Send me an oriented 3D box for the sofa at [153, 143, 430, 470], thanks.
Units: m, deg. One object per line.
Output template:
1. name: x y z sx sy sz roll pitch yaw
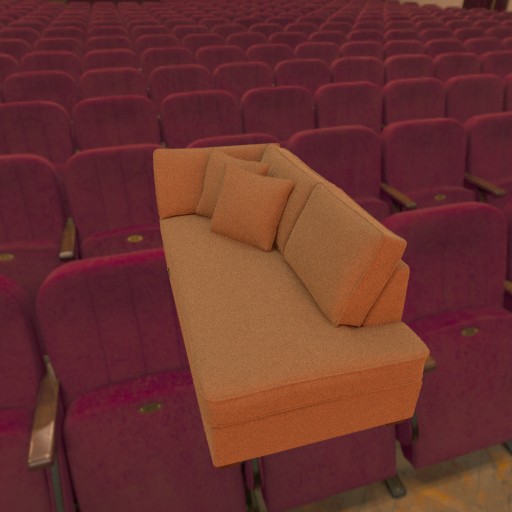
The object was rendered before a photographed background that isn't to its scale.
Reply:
1. sofa: 0.000 0.000 2.864 1.110 1.033 2.237 -8 31 -14
